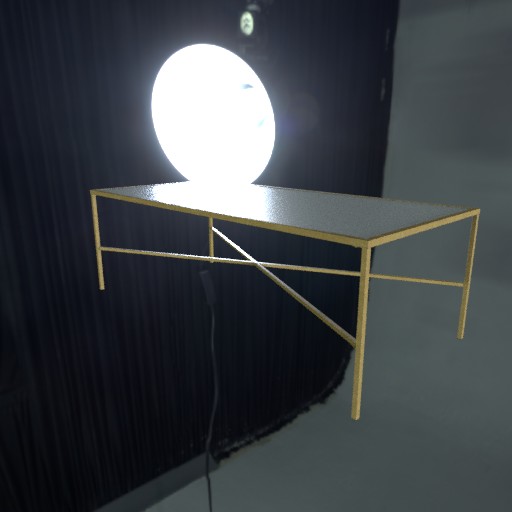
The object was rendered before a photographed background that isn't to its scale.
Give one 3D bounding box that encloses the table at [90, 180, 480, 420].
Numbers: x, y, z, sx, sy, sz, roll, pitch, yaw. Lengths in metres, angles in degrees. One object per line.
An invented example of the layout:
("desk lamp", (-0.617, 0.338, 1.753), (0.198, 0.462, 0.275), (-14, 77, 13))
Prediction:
("table", (0.000, 0.000, 1.514), (0.580, 0.398, 1.206), (-14, 21, -43))
